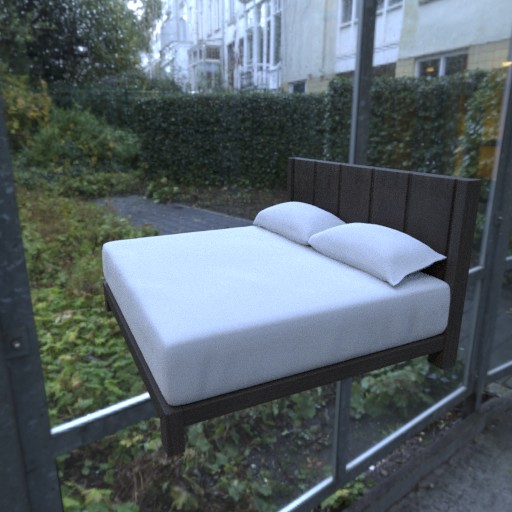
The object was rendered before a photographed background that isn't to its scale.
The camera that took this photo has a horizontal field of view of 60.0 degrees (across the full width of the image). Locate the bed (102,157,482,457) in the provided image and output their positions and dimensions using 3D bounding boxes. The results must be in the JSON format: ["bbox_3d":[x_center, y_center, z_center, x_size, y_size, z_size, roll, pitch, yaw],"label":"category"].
[{"bbox_3d":[0.000,0.000,3.364,2.012,1.270,2.134,-8,18,-25],"label":"bed"}]
